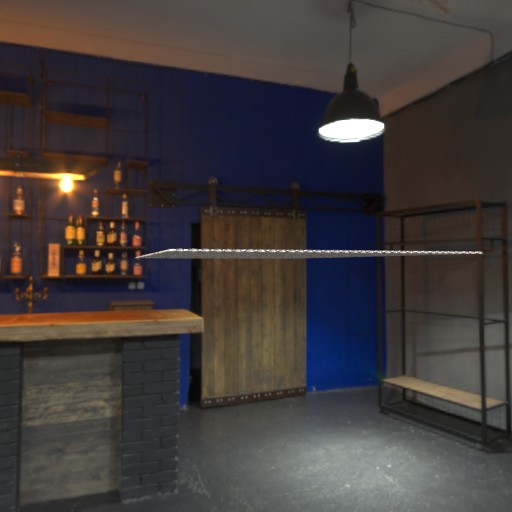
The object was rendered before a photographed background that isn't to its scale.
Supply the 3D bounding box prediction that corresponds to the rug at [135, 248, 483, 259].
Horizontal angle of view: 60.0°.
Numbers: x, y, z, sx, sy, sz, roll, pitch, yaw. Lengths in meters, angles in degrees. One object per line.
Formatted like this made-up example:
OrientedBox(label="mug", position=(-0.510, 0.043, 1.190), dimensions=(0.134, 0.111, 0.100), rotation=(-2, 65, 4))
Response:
OrientedBox(label="rug", position=(0.000, 0.000, 2.481), dimensions=(1.196, 0.008, 2.006), rotation=(0, -1, -18))
